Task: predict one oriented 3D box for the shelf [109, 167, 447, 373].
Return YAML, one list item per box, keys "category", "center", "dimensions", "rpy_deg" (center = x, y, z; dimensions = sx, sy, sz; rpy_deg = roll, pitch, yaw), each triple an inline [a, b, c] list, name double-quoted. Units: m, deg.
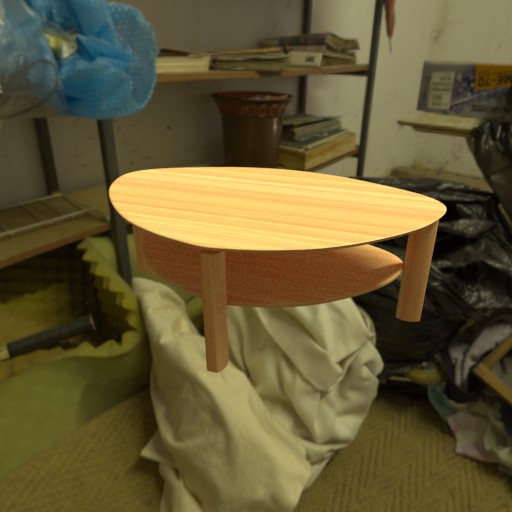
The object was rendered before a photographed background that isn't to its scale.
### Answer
- category: "shelf"
  center: [0.000, 0.000, 1.641]
  dimensions: [1.246, 0.440, 0.845]
  rpy_deg: [9, 27, 18]
